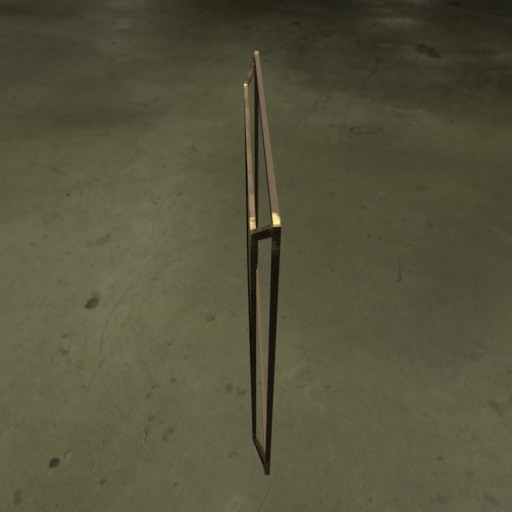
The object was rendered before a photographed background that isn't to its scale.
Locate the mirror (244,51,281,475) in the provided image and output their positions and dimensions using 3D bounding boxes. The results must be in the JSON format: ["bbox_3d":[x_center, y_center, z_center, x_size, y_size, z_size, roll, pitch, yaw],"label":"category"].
[{"bbox_3d":[0.000,0.000,0.900,0.032,0.610,0.610,-1,41,-2],"label":"mirror"}]
